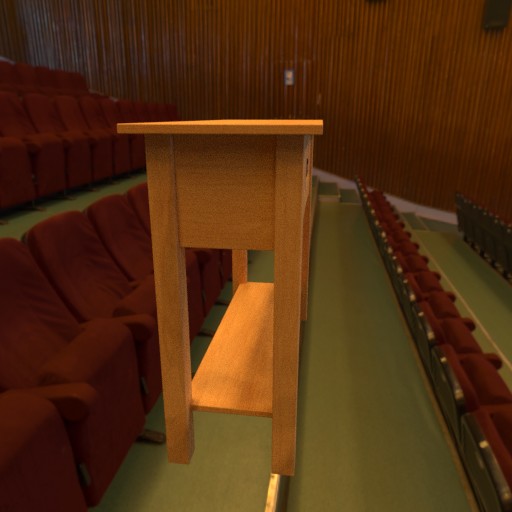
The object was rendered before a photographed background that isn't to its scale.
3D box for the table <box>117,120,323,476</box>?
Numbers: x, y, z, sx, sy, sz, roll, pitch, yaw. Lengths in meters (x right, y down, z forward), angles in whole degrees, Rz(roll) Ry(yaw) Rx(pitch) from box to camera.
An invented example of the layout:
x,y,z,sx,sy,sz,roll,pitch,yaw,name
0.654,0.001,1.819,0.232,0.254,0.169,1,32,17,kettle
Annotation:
x,y,z,sx,sy,sz,roll,pitch,yaw,name
0.000,0.000,1.248,0.340,0.728,0.900,2,18,8,table
